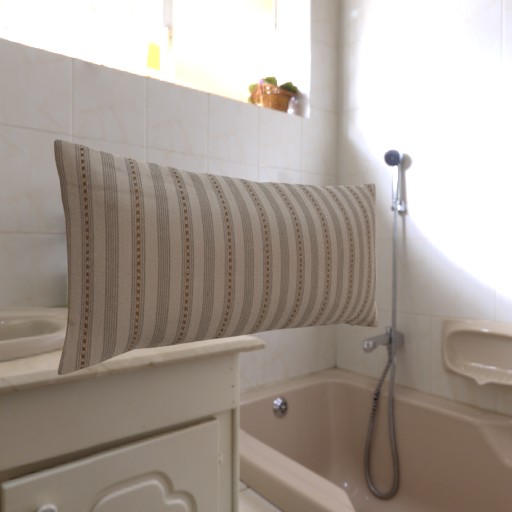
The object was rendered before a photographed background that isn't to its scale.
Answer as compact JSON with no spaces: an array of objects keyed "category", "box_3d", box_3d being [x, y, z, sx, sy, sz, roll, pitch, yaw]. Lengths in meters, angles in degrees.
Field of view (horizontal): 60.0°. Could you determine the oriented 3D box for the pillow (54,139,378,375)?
[{"category":"pillow","box_3d":[0.000,0.000,0.722,0.608,0.291,0.151,0,1,-36]}]
